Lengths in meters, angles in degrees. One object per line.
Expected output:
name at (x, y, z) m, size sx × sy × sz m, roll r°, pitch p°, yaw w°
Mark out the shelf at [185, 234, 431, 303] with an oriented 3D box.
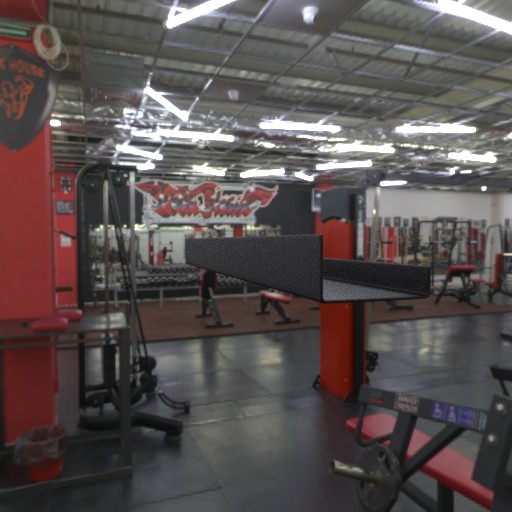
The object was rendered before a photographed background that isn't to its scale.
shelf at (0.000, 0.000, 0.635) m, size 0.102 × 0.053 × 0.605 m, roll -1°, pitch 2°, yaw -19°
